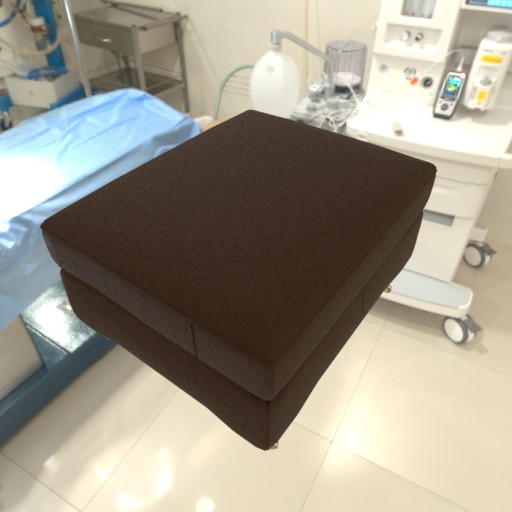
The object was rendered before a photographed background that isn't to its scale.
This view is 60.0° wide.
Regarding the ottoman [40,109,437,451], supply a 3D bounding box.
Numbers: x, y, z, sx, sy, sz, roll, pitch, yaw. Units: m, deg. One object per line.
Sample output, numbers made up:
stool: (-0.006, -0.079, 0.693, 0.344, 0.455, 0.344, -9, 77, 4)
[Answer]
ottoman: (0.000, 0.000, 1.817, 0.967, 0.730, 1.187, 26, 47, 27)
